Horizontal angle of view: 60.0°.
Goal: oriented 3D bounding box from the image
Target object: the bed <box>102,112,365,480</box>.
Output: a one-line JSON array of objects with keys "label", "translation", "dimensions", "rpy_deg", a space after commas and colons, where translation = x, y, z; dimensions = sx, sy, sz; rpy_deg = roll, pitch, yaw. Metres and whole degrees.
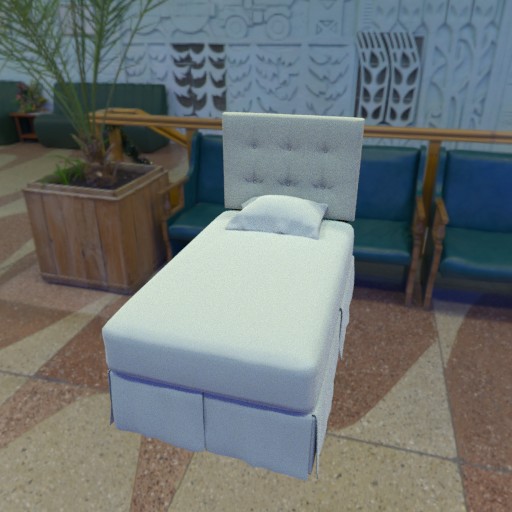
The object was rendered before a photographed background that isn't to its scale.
[{"label": "bed", "translation": [0.000, 0.000, 2.988], "dimensions": [1.261, 1.571, 1.997], "rpy_deg": [7, 27, 15]}]
